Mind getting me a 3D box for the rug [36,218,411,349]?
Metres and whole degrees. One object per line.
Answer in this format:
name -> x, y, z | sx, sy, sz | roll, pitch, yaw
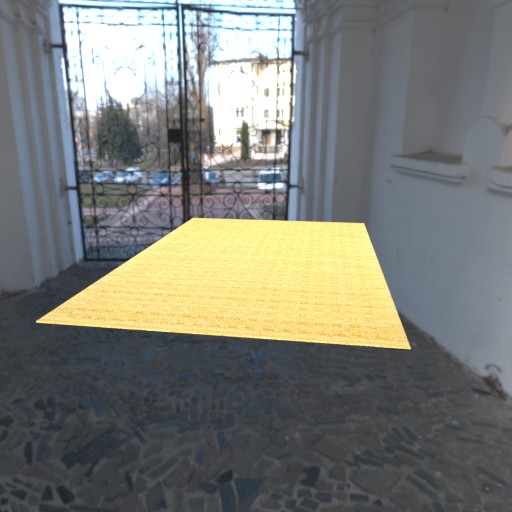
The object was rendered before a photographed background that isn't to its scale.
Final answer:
rug -> 0.000, 0.000, 2.847 | 1.524, 0.006, 2.286 | 2, 16, 9
